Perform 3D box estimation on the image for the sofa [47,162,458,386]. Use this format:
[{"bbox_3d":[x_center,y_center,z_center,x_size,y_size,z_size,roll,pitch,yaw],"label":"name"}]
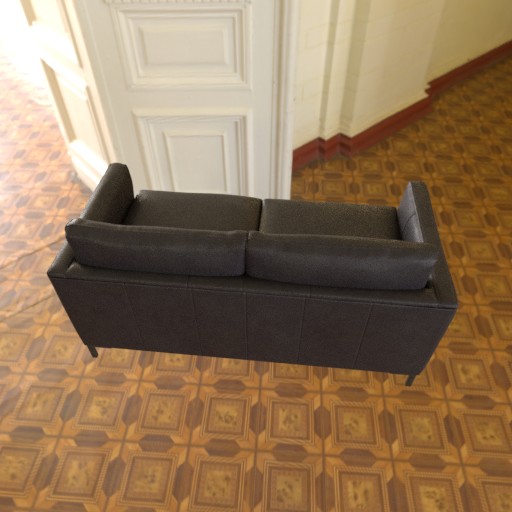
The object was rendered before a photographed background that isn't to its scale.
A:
[{"bbox_3d":[0.000,0.000,2.333,1.805,0.883,0.947,3,46,2],"label":"sofa"}]
